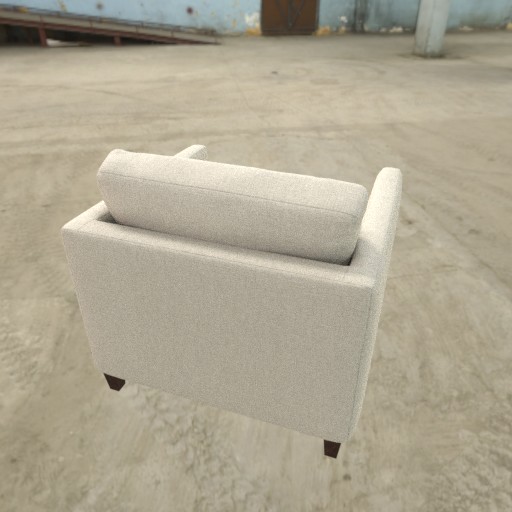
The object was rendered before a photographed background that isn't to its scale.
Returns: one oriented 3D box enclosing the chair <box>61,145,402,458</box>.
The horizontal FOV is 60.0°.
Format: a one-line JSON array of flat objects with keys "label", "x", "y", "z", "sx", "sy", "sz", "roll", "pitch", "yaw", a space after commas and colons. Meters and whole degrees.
[{"label": "chair", "x": 0.000, "y": 0.000, "z": 1.736, "sx": 0.996, "sy": 0.919, "sz": 0.959, "roll": 11, "pitch": 33, "yaw": 17}]
